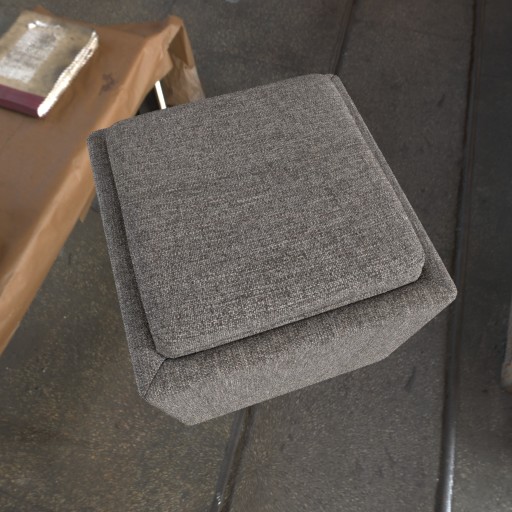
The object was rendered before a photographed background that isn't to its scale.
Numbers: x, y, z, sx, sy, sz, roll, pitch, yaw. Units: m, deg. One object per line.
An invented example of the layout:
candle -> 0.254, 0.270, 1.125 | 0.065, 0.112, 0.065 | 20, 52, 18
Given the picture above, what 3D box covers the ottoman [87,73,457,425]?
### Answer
ottoman -> 0.000, 0.000, 0.820 | 0.450, 0.460, 0.450 | -17, 66, -8
